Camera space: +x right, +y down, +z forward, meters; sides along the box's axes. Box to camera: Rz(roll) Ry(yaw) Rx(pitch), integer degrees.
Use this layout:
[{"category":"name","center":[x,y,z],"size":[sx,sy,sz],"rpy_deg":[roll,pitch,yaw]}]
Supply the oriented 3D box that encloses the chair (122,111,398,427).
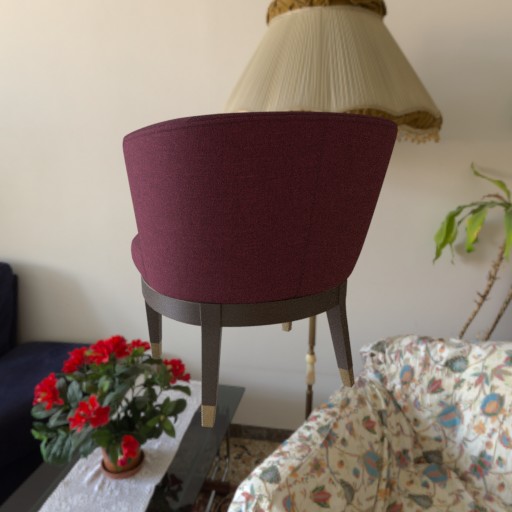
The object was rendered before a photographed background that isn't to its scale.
[{"category":"chair","center":[0.000,0.000,1.284],"size":[0.700,0.760,0.660],"rpy_deg":[-7,16,-25]}]
